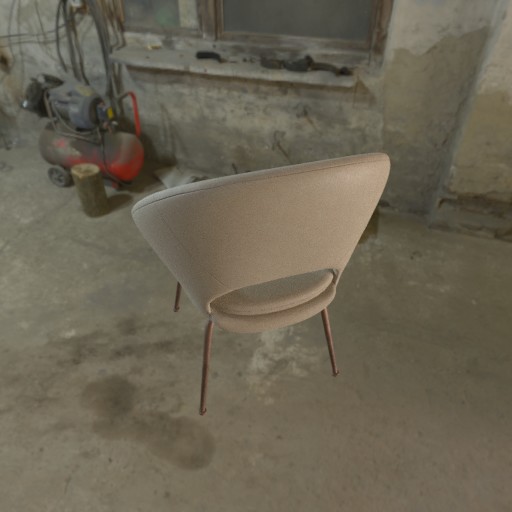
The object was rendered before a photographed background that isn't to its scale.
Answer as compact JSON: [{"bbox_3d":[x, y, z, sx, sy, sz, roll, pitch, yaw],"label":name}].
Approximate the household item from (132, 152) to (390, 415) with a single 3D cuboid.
[{"bbox_3d":[0.000,0.000,1.267,0.623,0.852,0.573,-12,42,-14],"label":"household item"}]
